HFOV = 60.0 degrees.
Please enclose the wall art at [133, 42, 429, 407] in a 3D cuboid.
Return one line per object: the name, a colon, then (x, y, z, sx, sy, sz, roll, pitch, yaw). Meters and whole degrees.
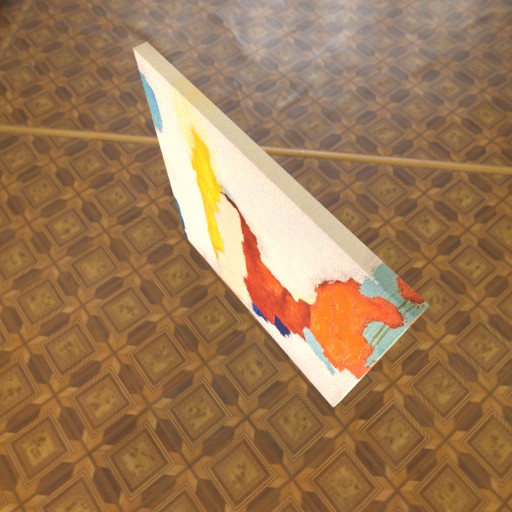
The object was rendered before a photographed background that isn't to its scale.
wall art: (0.000, 0.000, 1.194, 0.037, 0.814, 0.814, -36, 68, -17)
